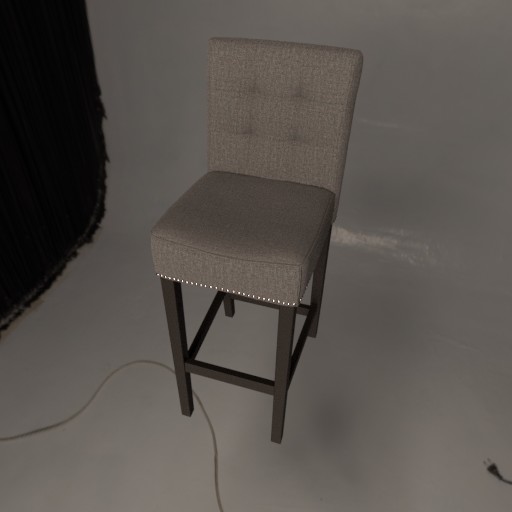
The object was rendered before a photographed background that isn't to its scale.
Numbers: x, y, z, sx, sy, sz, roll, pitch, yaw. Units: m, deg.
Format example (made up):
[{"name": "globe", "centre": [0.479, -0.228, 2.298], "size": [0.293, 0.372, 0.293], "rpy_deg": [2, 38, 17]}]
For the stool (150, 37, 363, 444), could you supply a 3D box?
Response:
[{"name": "stool", "centre": [0.000, 0.000, 1.298], "size": [0.411, 1.047, 0.548], "rpy_deg": [12, 42, 13]}]
